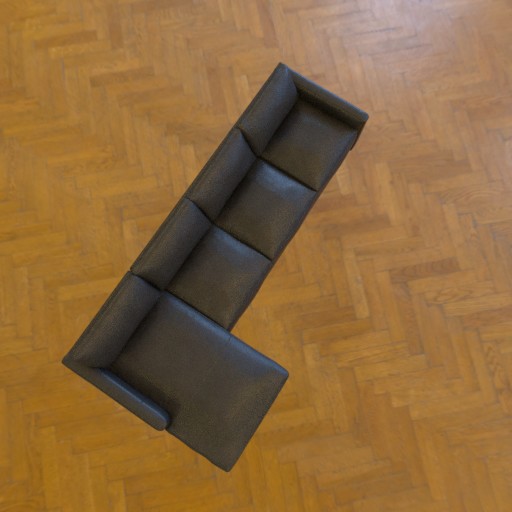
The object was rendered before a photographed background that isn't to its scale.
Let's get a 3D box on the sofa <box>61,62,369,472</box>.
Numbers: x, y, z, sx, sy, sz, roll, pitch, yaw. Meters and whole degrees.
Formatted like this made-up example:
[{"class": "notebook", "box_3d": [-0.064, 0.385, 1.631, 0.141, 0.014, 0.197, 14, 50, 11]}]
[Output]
[{"class": "sofa", "box_3d": [0.000, 0.000, 3.624, 1.471, 0.859, 2.993, 33, 79, 7]}]
